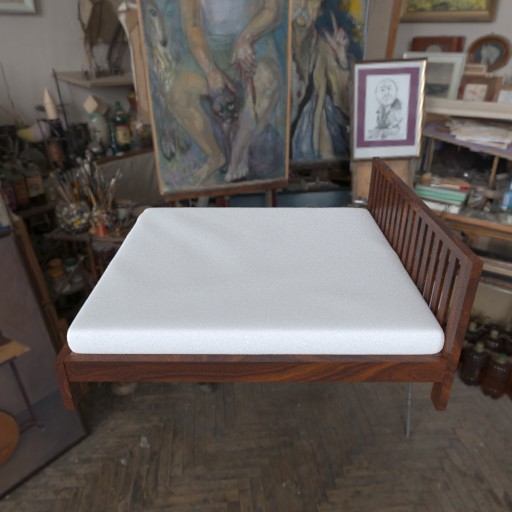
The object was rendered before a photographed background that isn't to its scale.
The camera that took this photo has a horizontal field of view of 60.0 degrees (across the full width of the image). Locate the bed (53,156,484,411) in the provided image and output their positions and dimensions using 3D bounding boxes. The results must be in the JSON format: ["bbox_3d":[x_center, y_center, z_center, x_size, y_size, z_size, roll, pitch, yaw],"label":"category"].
[{"bbox_3d":[0.000,0.000,3.021,2.030,0.890,1.905,0,27,0],"label":"bed"}]
